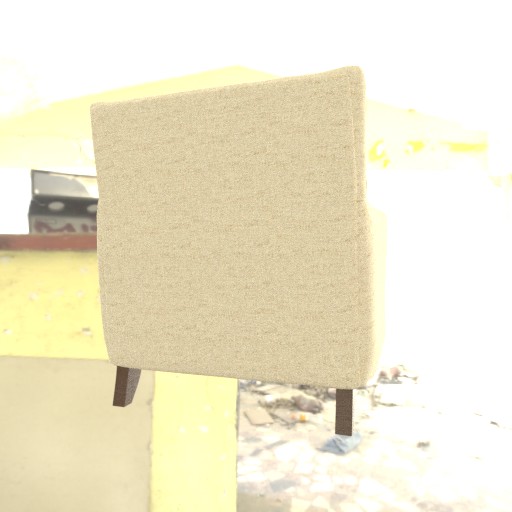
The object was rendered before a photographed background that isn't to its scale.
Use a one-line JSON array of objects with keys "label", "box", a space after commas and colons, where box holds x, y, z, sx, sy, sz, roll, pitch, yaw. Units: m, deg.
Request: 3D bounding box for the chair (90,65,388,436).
[{"label": "chair", "box": [0.000, 0.000, 1.575, 0.870, 0.943, 0.823, 0, -1, 19]}]
